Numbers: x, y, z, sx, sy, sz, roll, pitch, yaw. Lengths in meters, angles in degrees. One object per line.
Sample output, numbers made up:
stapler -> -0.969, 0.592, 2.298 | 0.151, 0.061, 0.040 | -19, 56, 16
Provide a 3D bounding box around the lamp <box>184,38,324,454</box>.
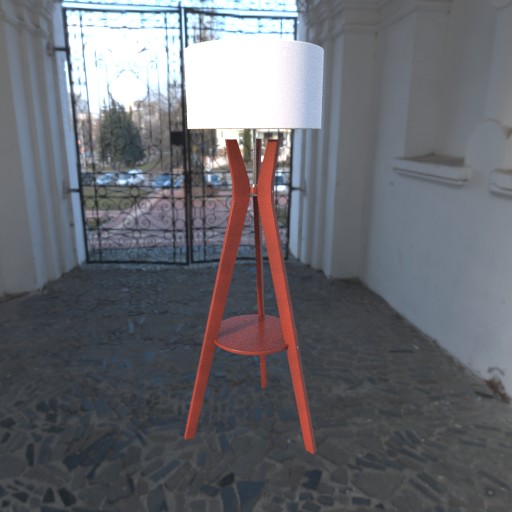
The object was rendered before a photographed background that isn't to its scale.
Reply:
lamp -> 0.000, 0.000, 1.753 | 0.539, 1.472, 0.542 | 3, 16, 9
